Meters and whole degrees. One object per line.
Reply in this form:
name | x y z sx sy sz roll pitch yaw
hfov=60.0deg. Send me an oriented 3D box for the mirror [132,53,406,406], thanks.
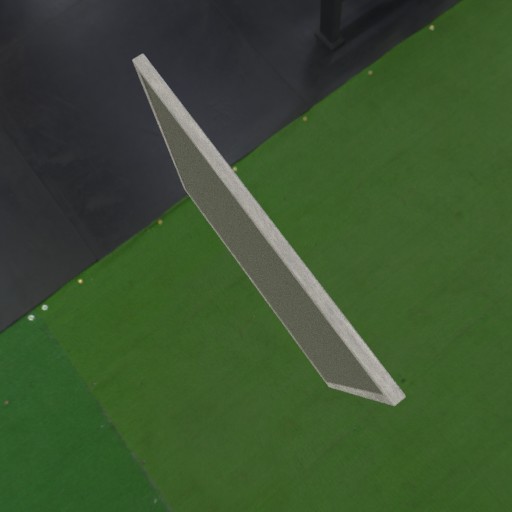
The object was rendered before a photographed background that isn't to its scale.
mirror | 0.000 0.000 1.167 0.028 0.689 0.839 -35 79 -8
